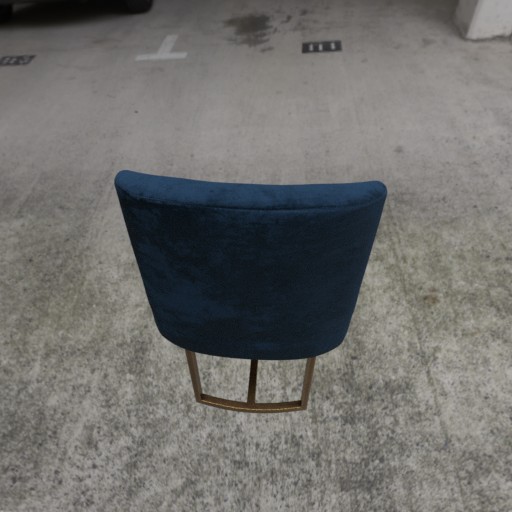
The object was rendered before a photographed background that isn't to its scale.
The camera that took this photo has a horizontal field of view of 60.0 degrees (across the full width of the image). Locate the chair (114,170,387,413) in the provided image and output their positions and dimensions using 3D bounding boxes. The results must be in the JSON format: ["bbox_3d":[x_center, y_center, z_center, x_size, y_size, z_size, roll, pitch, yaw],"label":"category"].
[{"bbox_3d":[0.000,0.000,1.205,0.530,0.824,0.560,3,46,3],"label":"chair"}]
